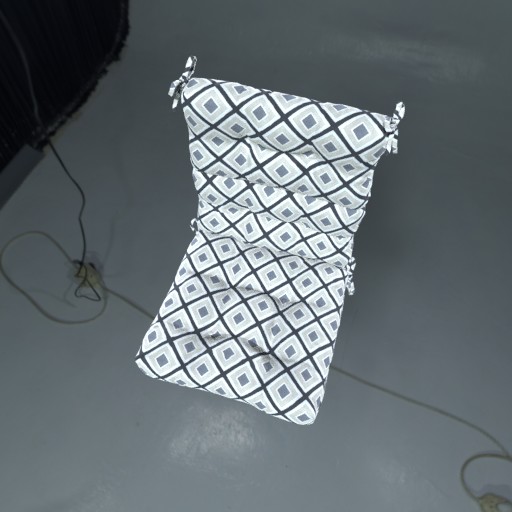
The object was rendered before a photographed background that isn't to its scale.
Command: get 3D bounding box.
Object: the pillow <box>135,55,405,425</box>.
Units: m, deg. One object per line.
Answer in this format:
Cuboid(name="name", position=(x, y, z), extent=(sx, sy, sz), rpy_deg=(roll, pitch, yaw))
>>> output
Cuboid(name="pillow", position=(0.000, 0.000, 1.044), extent=(0.519, 0.605, 0.571), rpy_deg=(15, 60, 9))
